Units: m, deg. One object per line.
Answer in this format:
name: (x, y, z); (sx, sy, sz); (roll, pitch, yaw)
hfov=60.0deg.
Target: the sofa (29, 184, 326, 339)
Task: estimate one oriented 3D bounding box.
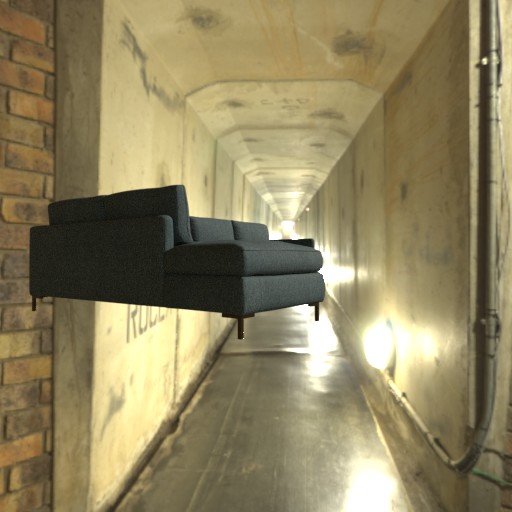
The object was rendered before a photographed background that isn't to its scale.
sofa: (0.000, 0.000, 3.805); (2.007, 0.815, 2.949); (0, -1, 36)
